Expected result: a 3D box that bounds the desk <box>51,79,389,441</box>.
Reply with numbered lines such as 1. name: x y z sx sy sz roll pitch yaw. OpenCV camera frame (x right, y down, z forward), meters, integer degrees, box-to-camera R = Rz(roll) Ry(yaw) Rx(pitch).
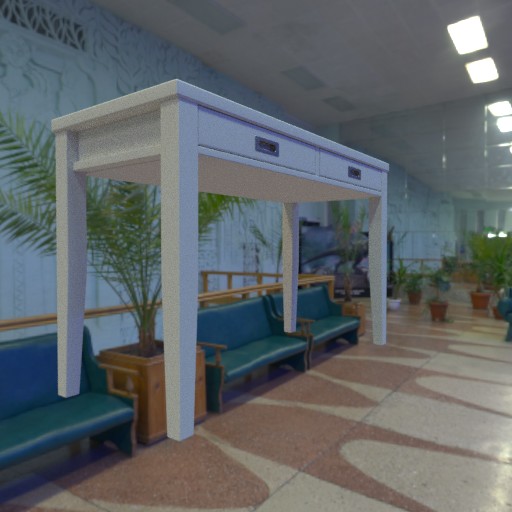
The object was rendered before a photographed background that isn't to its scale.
1. desk: 0.000 0.000 1.575 0.508 0.775 1.220 1 2 37
